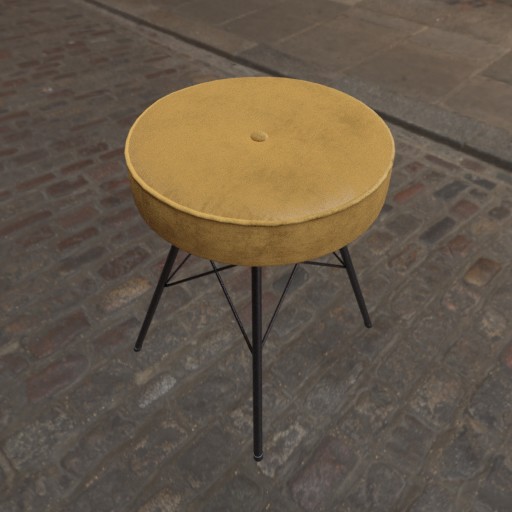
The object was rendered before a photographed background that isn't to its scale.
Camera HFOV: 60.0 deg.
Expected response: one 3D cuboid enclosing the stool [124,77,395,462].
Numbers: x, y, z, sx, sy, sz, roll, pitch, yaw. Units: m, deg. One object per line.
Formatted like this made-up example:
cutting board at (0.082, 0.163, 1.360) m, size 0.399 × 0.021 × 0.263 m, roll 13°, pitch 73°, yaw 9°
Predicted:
stool at (0.000, 0.000, 0.911) m, size 0.438 × 0.595 × 0.472 m, roll 34°, pitch 55°, yaw 28°
